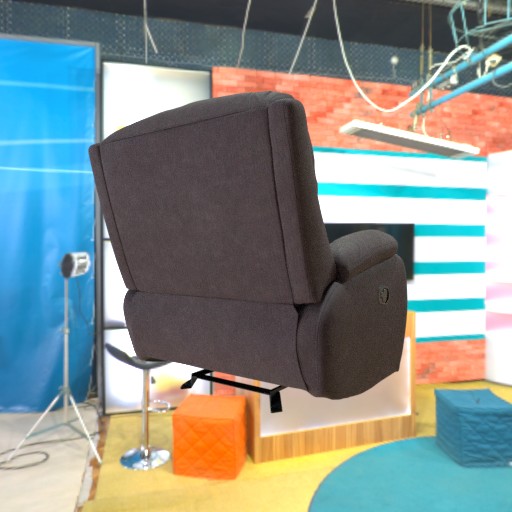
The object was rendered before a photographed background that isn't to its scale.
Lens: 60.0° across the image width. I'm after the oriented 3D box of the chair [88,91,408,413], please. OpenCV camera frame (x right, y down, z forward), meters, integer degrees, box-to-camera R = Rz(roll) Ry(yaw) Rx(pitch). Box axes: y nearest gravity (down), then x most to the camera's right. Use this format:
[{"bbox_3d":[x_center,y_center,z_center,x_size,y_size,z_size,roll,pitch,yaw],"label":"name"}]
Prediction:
[{"bbox_3d":[0.000,0.000,1.714,0.930,1.011,0.899,1,1,36],"label":"chair"}]
